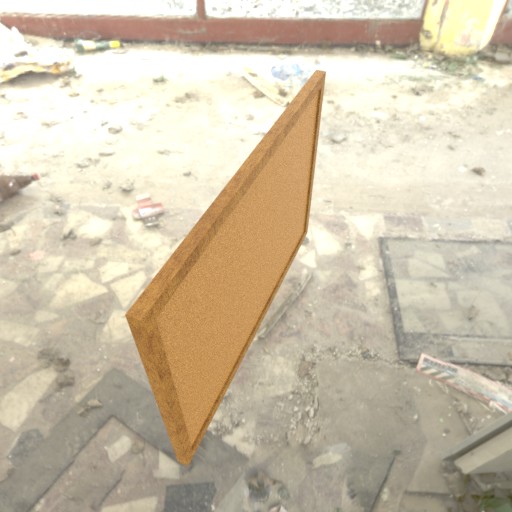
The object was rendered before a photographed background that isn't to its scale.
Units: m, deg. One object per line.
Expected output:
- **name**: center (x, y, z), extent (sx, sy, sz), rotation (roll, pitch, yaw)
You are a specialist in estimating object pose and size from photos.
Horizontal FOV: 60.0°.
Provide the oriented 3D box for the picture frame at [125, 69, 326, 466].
- **picture frame**: center (0.000, 0.000, 1.176), extent (0.029, 0.621, 0.922), rotation (17, 49, 16)
